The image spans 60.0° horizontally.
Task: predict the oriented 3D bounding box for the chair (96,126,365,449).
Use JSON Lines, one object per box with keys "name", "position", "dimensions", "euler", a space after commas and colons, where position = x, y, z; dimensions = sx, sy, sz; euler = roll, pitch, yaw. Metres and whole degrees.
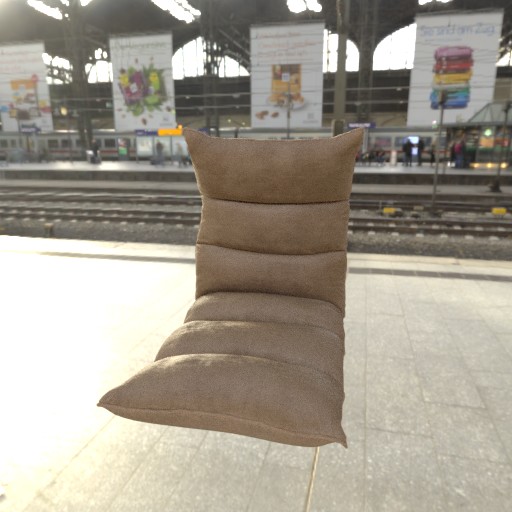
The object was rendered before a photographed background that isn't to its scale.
{"name": "chair", "position": [0.000, 0.000, 1.548], "dimensions": [0.714, 0.892, 0.985], "euler": [3, 14, 11]}
